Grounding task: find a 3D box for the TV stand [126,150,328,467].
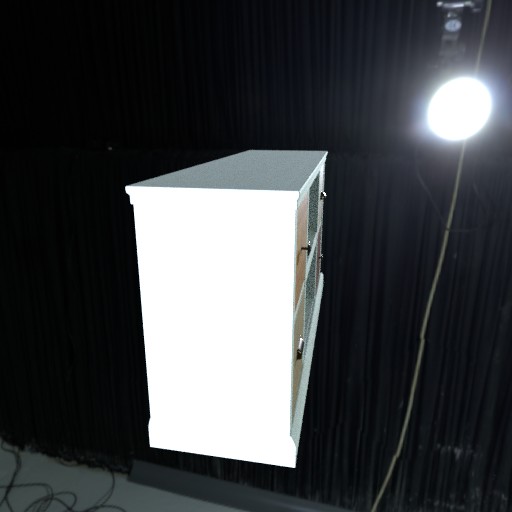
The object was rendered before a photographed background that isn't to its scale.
[{"bbox_3d":[0.000,0.000,1.497,0.424,0.624,1.187,3,17,11],"label":"TV stand"}]
